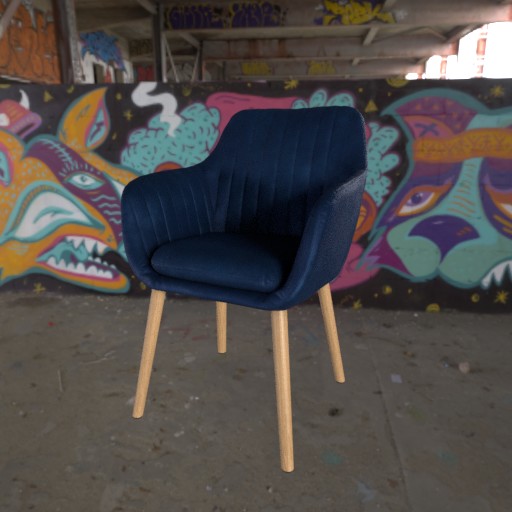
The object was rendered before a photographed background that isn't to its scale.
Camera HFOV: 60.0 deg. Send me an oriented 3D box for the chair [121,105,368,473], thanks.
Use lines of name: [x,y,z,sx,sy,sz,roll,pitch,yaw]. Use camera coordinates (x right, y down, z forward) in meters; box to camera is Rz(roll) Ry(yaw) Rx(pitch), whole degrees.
chair: [0.000,0.000,1.239,0.578,0.826,0.573,7,16,26]
